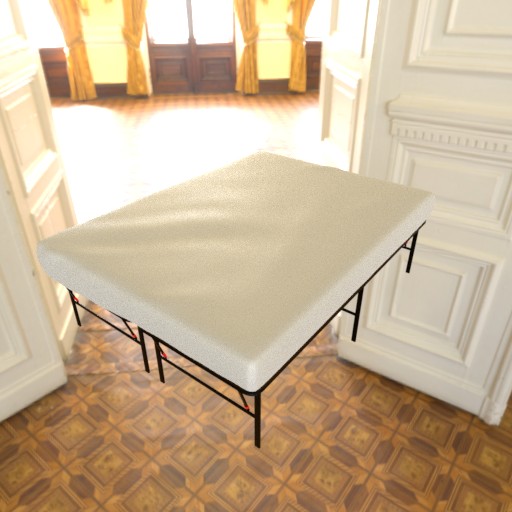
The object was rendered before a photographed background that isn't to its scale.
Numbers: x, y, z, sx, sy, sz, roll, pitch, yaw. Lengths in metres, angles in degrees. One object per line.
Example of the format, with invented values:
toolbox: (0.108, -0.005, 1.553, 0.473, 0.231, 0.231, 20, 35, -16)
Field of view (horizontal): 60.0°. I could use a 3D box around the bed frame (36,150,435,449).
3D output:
bed frame: (0.000, 0.000, 2.915, 1.584, 0.667, 2.151, 22, 38, 31)
